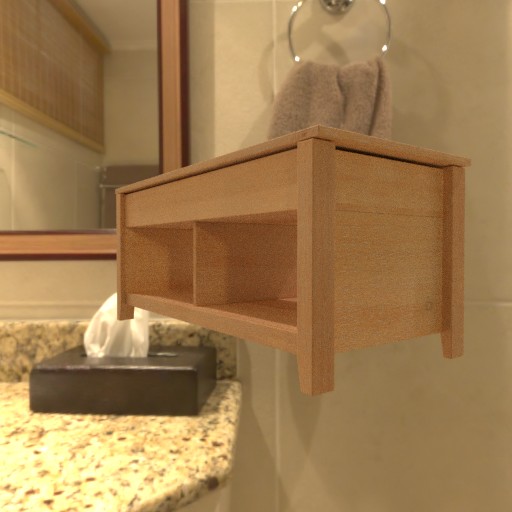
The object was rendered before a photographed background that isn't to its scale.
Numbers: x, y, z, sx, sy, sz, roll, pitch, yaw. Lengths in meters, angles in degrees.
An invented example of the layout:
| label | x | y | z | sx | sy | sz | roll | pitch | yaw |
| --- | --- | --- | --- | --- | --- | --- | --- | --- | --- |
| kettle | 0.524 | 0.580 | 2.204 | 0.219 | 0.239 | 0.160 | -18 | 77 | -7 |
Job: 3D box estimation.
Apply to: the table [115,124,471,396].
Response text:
| label | x | y | z | sx | sy | sz | roll | pitch | yaw |
| --- | --- | --- | --- | --- | --- | --- | --- | --- | --- |
| table | 0.000 | 0.000 | 1.290 | 0.483 | 0.457 | 1.016 | -1 | 1 | -36 |
